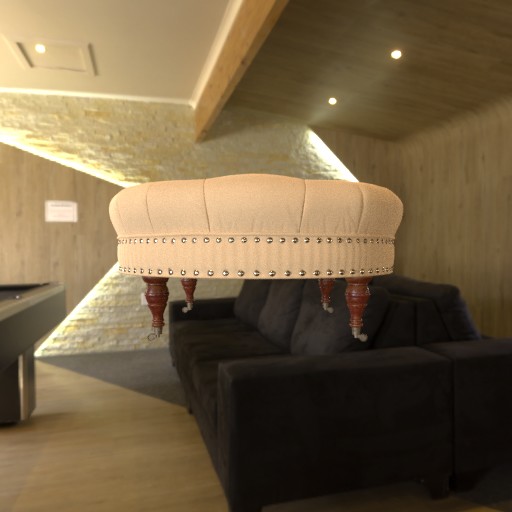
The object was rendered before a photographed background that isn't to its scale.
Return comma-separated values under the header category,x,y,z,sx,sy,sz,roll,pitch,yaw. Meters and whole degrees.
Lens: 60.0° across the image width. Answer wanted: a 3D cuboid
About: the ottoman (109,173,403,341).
category,x,y,z,sx,sy,sz,roll,pitch,yaw
ottoman,0.000,0.000,1.431,0.901,0.439,0.901,0,1,0
